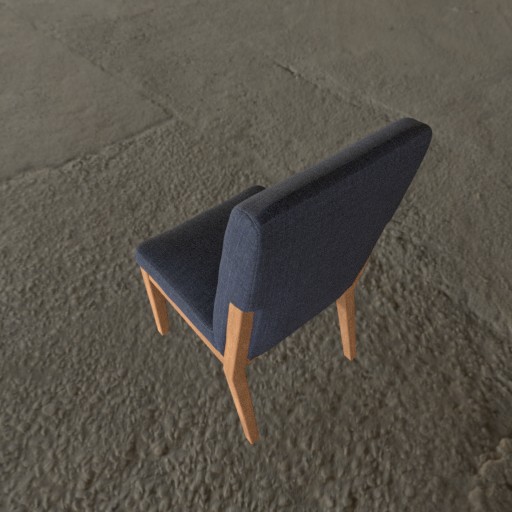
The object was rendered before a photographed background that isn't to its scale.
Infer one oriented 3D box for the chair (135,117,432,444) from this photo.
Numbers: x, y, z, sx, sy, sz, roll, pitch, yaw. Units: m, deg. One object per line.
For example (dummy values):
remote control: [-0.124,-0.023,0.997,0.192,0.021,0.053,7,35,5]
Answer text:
chair: [0.000,0.000,1.266,0.507,0.911,0.586,-31,54,-27]
